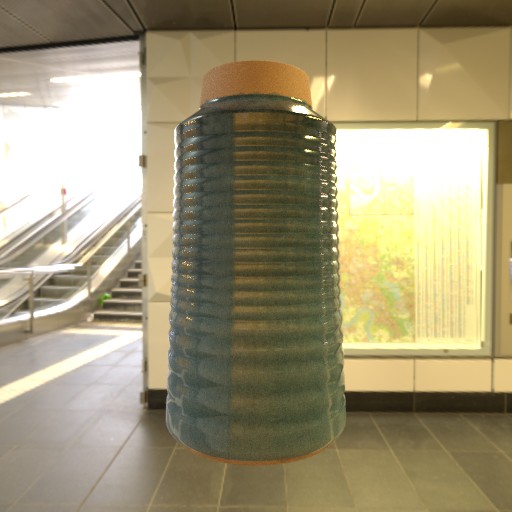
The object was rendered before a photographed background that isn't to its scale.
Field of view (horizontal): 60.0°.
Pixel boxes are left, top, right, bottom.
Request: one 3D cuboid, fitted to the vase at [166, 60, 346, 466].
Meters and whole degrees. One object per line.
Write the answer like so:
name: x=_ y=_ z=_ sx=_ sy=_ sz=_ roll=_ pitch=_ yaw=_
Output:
vase: x=0.000 y=0.000 z=0.406 sx=0.163 sy=0.316 sz=0.163 roll=0 pitch=2 yaw=0
